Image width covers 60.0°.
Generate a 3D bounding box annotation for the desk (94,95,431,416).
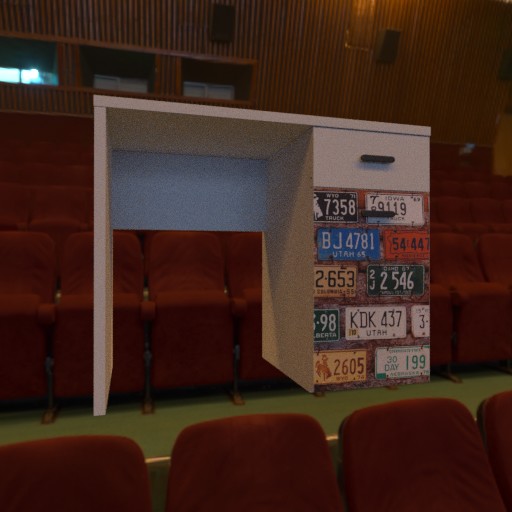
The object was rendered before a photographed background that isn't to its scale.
[{"bbox_3d":[0.000,0.000,1.348,0.898,0.730,0.482,0,0,-16],"label":"desk"}]
